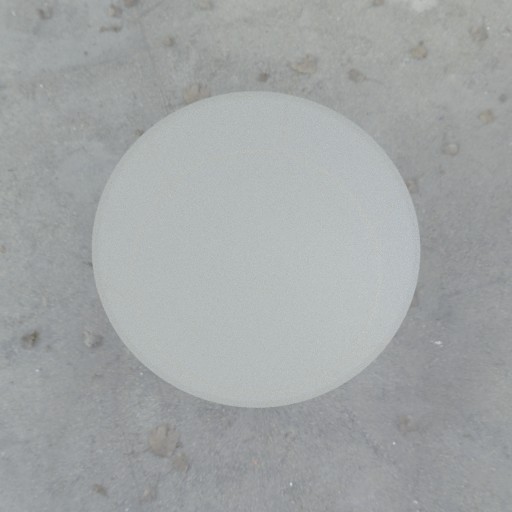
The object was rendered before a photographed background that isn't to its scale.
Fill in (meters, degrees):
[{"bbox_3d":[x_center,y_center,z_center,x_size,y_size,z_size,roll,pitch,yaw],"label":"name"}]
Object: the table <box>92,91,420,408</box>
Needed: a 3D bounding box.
[{"bbox_3d":[0.000,0.000,1.457,0.914,0.470,0.914,0,75,0],"label":"table"}]
